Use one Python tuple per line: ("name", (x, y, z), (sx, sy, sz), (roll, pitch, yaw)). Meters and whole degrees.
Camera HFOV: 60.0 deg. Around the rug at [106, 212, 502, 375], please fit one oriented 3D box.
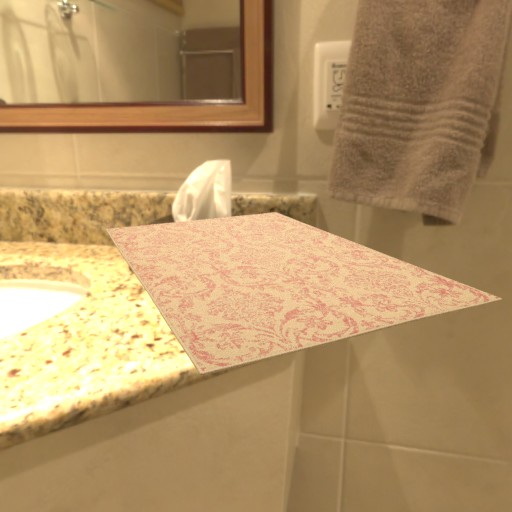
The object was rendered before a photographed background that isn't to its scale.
("rug", (0.000, 0.000, 3.347), (1.819, 0.018, 2.746), (-8, 19, -24))
